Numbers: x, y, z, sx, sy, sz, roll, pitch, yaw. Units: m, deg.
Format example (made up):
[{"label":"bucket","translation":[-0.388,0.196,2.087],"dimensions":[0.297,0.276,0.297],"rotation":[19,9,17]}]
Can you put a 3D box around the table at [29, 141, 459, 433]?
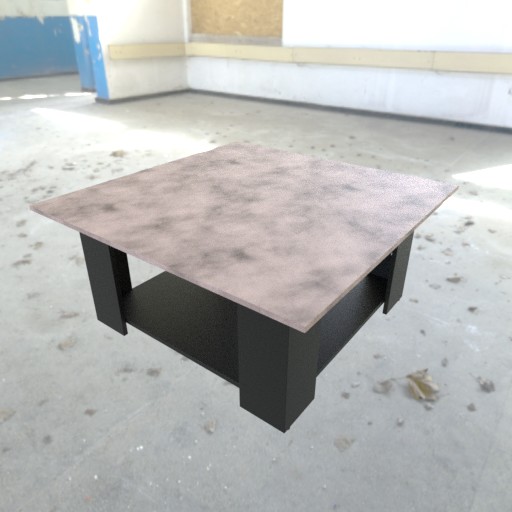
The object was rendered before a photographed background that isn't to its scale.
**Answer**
[{"label":"table","translation":[0.000,0.000,1.042],"dimensions":[0.670,0.305,0.670],"rotation":[20,34,32]}]
